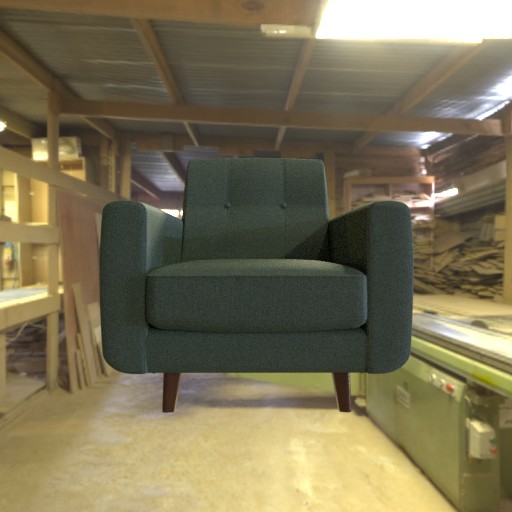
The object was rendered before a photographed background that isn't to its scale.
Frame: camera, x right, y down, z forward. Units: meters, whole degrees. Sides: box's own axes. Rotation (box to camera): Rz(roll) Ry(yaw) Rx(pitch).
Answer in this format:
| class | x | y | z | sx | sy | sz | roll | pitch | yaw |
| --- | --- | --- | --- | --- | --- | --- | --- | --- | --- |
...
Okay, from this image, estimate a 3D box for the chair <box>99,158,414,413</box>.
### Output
| class | x | y | z | sx | sy | sz | roll | pitch | yaw |
| --- | --- | --- | --- | --- | --- | --- | --- | --- | --- |
| chair | 0.000 | 0.000 | 1.589 | 0.831 | 0.841 | 0.909 | 0 | 0 | 0 |
